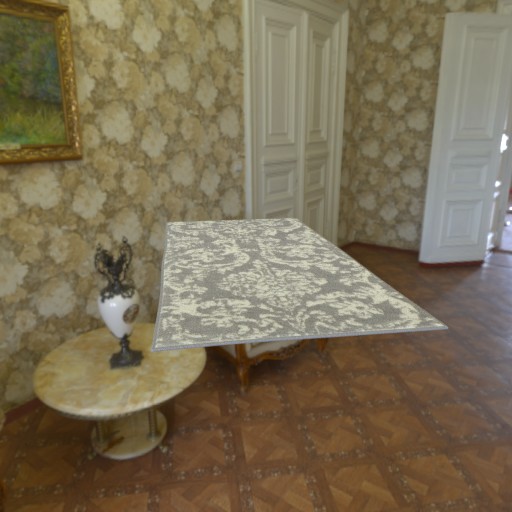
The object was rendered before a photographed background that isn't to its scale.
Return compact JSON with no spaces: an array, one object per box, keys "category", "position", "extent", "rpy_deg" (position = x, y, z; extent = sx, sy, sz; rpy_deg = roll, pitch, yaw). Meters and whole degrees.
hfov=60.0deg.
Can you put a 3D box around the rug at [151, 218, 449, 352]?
[{"category":"rug","position":[0.000,0.000,1.448],"extent":[0.604,0.007,1.219],"rpy_deg":[-3,16,-9]}]
